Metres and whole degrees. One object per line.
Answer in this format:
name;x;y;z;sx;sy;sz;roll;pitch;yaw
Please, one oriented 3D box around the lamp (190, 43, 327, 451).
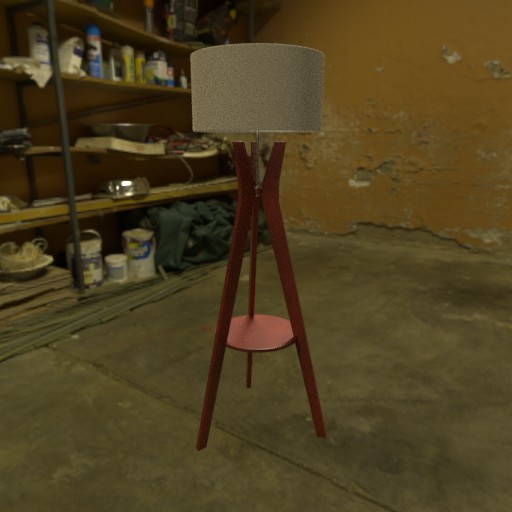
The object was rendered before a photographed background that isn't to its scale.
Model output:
lamp;0.000;0.000;1.792;0.539;1.472;0.542;-2;15;-8
